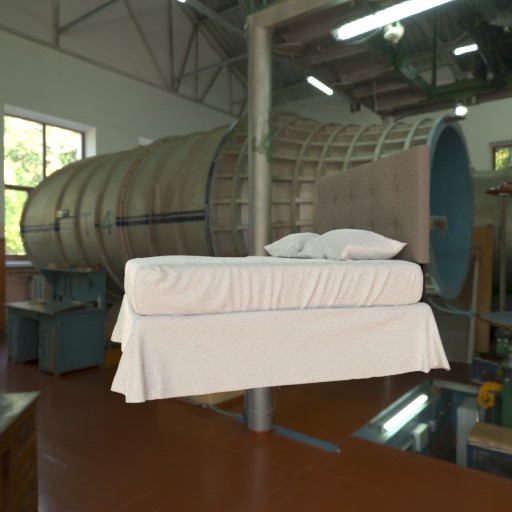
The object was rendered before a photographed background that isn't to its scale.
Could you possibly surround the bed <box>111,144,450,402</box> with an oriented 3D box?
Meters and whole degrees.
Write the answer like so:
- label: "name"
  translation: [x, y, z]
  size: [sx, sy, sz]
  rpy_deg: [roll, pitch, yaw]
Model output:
- label: "bed"
  translation: [0.000, 0.000, 3.556]
  size: [2.222, 1.577, 1.936]
  rpy_deg: [0, 1, -18]
